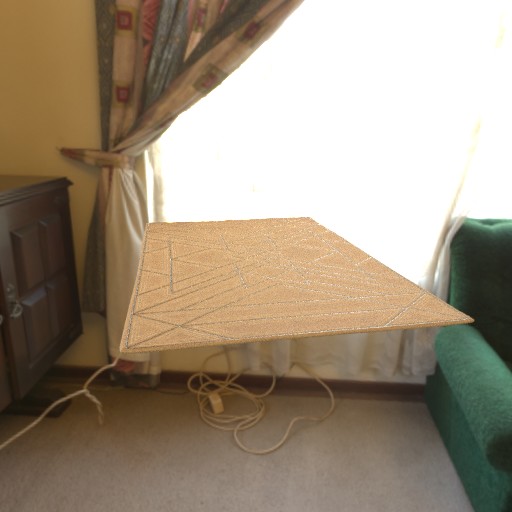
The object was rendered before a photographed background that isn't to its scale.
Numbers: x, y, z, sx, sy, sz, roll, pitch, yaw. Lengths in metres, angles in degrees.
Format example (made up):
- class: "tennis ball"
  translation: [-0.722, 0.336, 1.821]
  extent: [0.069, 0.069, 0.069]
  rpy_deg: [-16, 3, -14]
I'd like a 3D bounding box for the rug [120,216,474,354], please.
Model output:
- class: "rug"
  translation: [0.000, 0.000, 3.041]
  extent: [1.575, 0.023, 2.459]
  rpy_deg: [-3, 17, -10]
